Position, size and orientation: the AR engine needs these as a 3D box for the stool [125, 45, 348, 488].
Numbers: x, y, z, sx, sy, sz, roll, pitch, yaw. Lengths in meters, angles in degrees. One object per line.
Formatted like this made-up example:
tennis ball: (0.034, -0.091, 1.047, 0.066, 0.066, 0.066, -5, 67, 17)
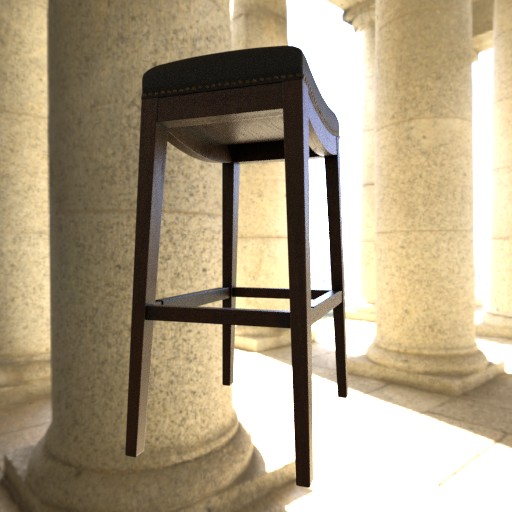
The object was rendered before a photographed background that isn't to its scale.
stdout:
stool: (0.000, 0.000, 1.025, 0.361, 0.765, 0.500, 0, 1, 19)
